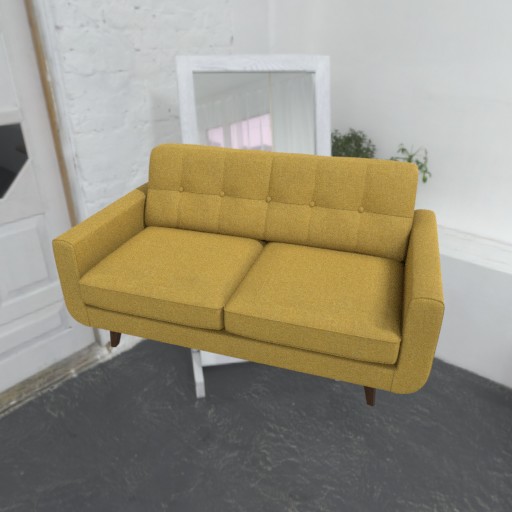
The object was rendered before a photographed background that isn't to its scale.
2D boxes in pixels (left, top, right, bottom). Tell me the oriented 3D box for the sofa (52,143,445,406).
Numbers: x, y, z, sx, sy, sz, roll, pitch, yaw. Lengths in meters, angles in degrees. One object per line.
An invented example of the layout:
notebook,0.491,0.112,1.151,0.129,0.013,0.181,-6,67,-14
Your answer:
sofa,0.000,0.000,2.151,1.631,0.841,0.909,8,29,16
